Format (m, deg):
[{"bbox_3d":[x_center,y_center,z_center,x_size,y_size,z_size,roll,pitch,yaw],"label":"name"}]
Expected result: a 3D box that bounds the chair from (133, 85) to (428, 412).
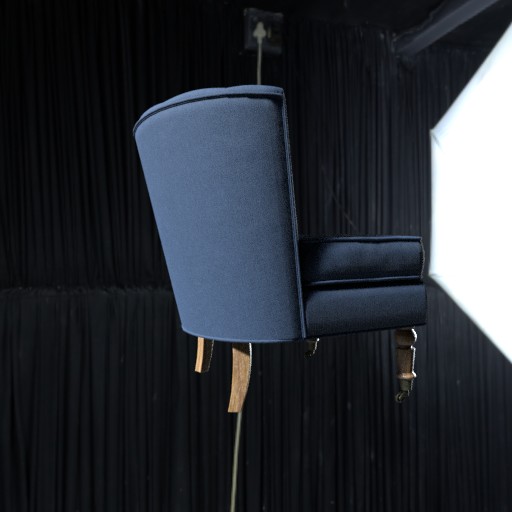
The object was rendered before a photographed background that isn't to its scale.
[{"bbox_3d":[0.000,0.000,1.339,0.718,0.771,0.740,0,-1,-18],"label":"chair"}]
